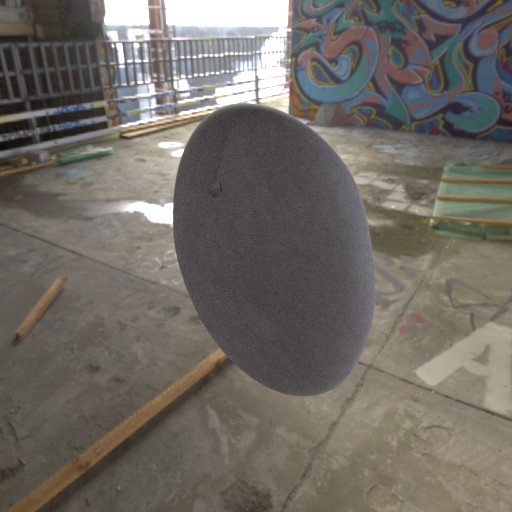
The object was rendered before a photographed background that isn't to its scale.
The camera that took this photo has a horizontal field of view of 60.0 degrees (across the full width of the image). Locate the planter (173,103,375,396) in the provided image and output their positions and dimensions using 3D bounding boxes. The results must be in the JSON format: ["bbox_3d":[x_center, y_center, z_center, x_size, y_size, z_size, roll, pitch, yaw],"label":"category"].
[{"bbox_3d":[0.000,0.000,0.287,0.071,0.188,0.185,-19,33,-32],"label":"planter"}]
